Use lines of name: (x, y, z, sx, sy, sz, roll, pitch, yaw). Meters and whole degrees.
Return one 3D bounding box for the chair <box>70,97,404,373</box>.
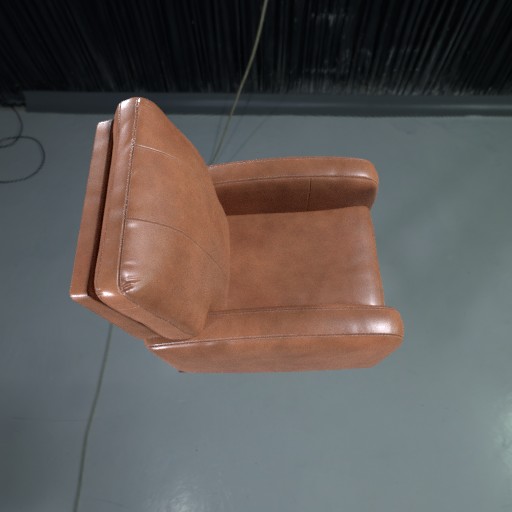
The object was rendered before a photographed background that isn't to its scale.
chair: (0.000, 0.000, 1.643, 0.990, 0.990, 0.762, -1, 65, -1)
